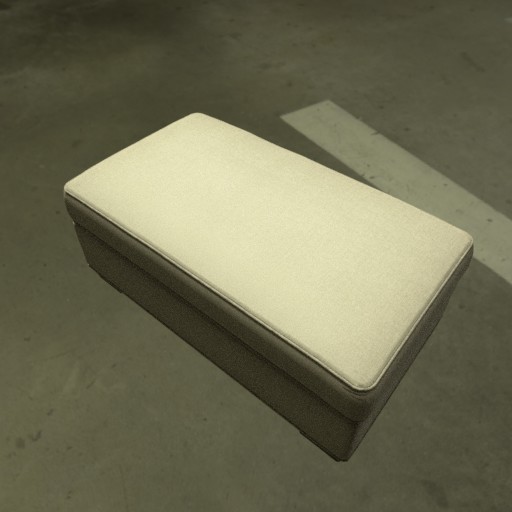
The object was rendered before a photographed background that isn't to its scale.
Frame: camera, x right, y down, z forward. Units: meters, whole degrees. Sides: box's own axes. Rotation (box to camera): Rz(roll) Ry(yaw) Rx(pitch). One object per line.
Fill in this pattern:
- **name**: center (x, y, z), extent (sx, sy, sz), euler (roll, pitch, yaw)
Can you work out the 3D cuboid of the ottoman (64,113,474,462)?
- **ottoman**: center (0.000, 0.000, 1.413), extent (1.097, 0.461, 0.617), euler (31, 54, 26)
